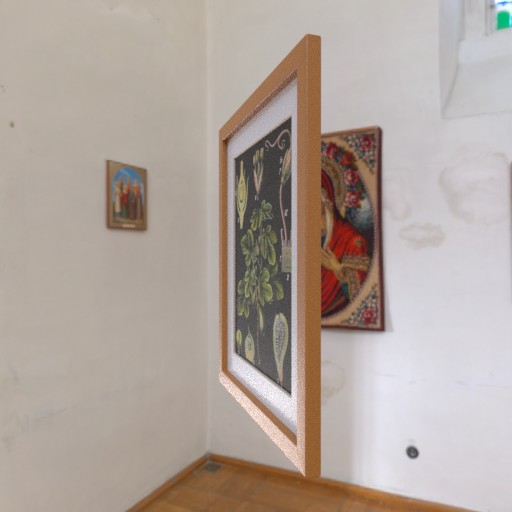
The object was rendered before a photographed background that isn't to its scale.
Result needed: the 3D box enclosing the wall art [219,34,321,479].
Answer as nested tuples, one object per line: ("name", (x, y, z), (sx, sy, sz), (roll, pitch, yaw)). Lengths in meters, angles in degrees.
("wall art", (0.000, 0.000, 0.767), (0.022, 0.553, 0.452), (0, 0, -19))
